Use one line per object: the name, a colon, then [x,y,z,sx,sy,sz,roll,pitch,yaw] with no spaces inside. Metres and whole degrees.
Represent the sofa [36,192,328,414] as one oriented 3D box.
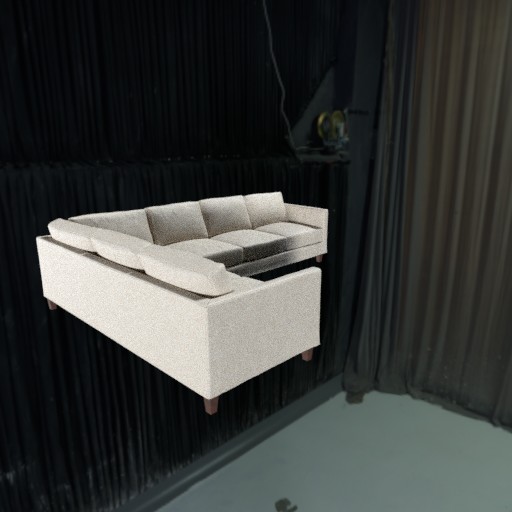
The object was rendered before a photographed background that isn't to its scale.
sofa: [0.000,0.000,4.289,2.432,0.863,3.182,14,20,43]
